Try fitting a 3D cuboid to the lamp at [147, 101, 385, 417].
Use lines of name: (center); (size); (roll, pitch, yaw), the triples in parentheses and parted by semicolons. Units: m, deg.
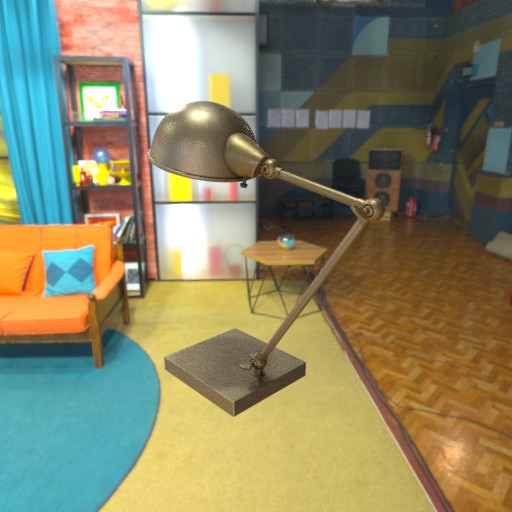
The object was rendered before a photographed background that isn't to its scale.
lamp: (0.000, 0.000, 0.551); (0.149, 0.371, 0.339); (-15, 22, -42)
